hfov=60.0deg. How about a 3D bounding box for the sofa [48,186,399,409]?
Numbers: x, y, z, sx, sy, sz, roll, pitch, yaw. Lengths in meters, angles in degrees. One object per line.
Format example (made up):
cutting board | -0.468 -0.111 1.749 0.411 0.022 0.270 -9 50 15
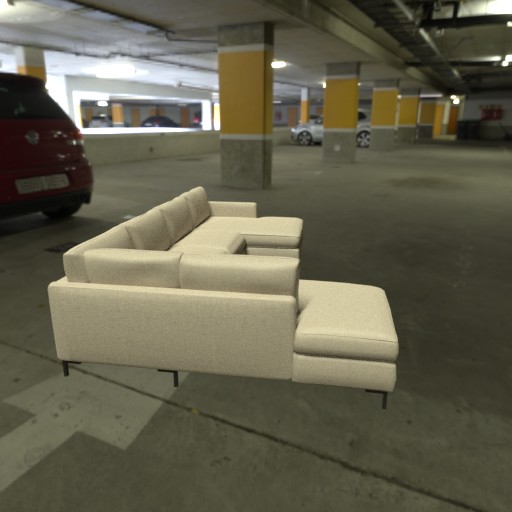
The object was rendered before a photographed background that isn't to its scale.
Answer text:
sofa | 0.000 0.000 3.569 1.879 0.756 2.737 3 17 9
